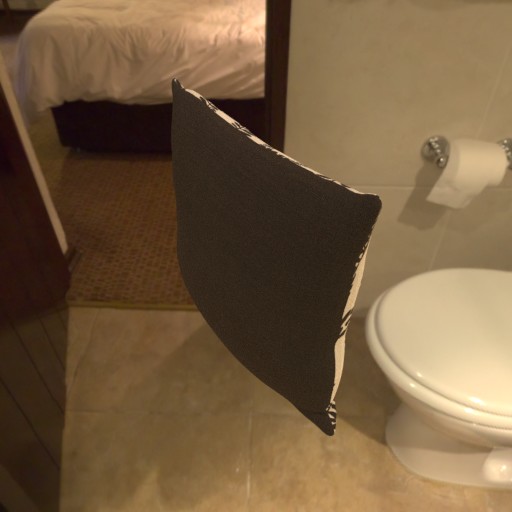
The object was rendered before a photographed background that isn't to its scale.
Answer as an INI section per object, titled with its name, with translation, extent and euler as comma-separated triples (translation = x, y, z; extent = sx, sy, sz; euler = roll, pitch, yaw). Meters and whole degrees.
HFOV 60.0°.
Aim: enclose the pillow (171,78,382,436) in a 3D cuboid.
[pillow]
translation = 0.000, 0.000, 0.694
extent = 0.182, 0.441, 0.440
euler = -25, 47, -26
